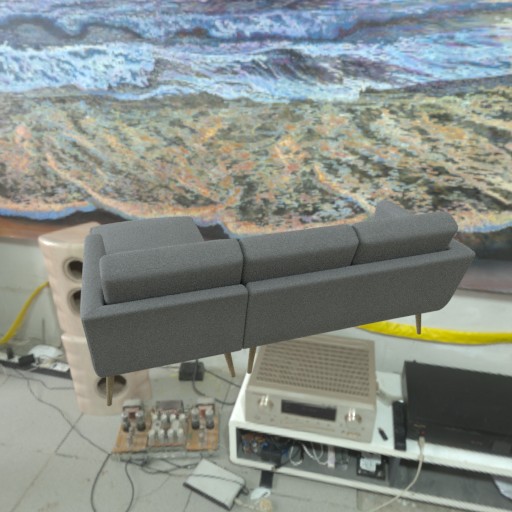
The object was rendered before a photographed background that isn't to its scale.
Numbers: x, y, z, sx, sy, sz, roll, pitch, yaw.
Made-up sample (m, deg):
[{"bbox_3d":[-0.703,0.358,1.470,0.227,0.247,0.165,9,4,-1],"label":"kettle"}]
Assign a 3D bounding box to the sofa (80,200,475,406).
[{"bbox_3d":[0.000,0.000,2.817,2.040,0.860,1.530,-8,28,-16],"label":"sofa"}]
